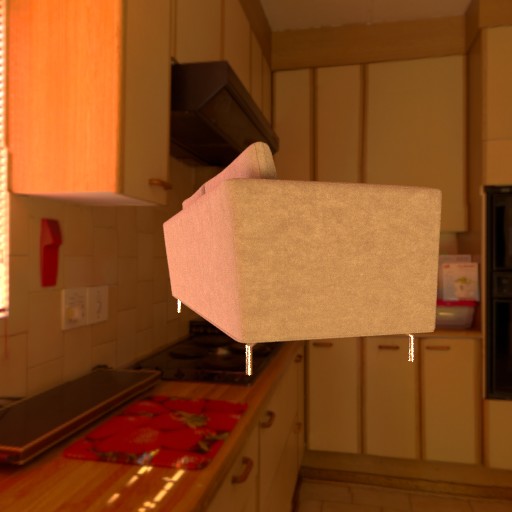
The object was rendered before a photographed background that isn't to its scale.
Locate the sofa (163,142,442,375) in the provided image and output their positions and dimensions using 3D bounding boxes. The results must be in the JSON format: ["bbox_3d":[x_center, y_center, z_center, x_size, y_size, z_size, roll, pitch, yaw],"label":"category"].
[{"bbox_3d":[0.000,0.000,2.603,0.889,0.864,2.121,0,0,-17],"label":"sofa"}]
